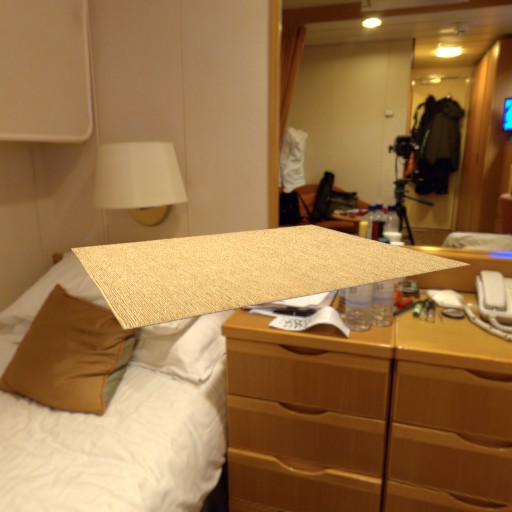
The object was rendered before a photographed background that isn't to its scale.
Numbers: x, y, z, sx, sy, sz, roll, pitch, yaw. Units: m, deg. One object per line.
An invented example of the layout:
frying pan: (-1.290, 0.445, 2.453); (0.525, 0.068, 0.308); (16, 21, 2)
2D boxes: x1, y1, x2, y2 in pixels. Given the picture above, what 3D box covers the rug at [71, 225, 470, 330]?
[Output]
rug: (0.000, 0.000, 4.257); (3.034, 0.012, 2.406); (-7, 15, -28)
